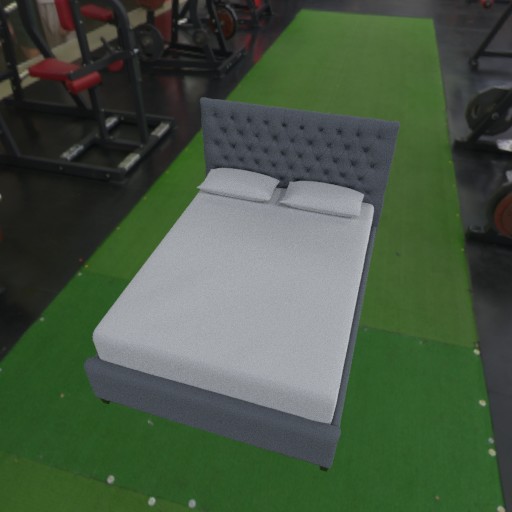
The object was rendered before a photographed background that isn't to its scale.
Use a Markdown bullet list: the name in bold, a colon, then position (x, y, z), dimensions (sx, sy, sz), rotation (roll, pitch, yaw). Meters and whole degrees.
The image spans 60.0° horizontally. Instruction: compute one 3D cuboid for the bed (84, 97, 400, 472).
- **bed**: position (0.000, 0.000, 3.323), dimensions (1.698, 1.427, 2.231), rotation (12, 42, 13)
